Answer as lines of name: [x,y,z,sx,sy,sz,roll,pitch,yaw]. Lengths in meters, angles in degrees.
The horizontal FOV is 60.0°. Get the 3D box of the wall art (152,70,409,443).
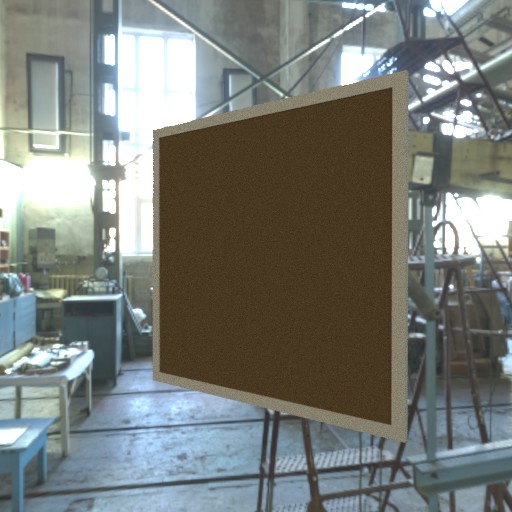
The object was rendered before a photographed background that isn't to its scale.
wall art: [0.000,0.000,1.207,0.812,0.812,0.015,0,1,35]
